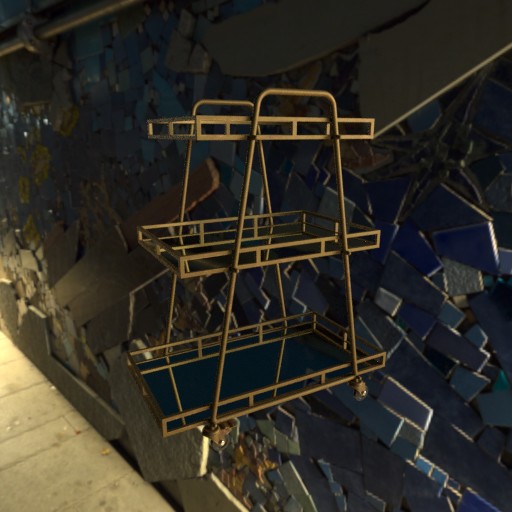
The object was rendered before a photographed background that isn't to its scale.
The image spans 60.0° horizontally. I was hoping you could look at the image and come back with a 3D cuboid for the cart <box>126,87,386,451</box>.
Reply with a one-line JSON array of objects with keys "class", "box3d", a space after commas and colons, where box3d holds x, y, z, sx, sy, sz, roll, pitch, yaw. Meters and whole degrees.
[{"class": "cart", "box3d": [0.000, 0.000, 1.291, 0.711, 0.883, 0.441, -8, 18, -27]}]
